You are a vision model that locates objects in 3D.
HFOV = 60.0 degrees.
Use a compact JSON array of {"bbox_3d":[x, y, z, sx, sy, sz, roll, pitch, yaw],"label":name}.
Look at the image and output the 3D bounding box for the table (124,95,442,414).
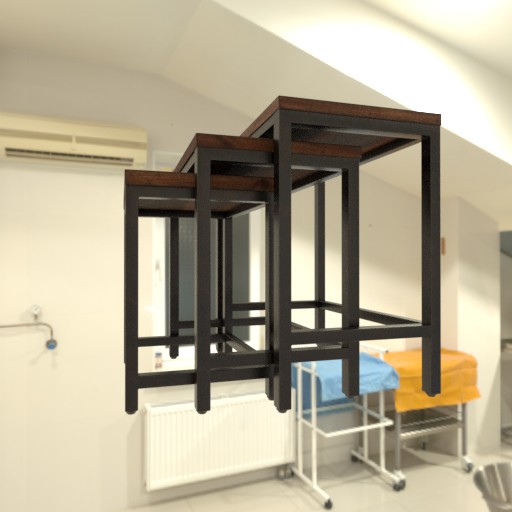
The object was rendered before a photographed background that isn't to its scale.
[{"bbox_3d":[0.000,0.000,1.155,0.660,0.616,0.608,0,0,-17],"label":"table"}]
